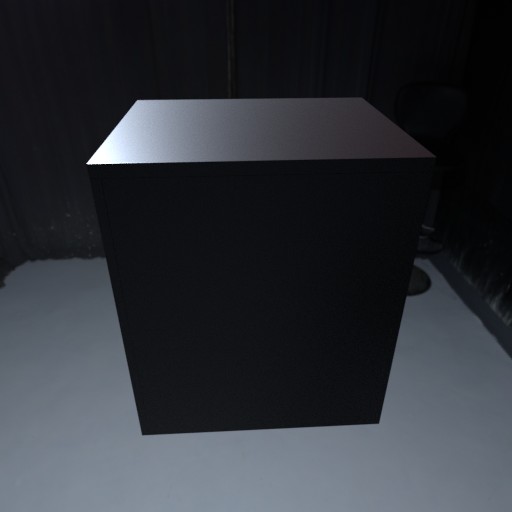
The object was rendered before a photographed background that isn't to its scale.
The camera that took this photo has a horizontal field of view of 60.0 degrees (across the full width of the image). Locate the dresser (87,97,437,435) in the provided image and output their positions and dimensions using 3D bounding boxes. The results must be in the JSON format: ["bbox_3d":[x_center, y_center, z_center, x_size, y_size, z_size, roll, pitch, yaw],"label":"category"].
[{"bbox_3d":[0.000,0.000,0.780,0.400,0.470,0.360,-2,31,-3],"label":"dresser"}]
